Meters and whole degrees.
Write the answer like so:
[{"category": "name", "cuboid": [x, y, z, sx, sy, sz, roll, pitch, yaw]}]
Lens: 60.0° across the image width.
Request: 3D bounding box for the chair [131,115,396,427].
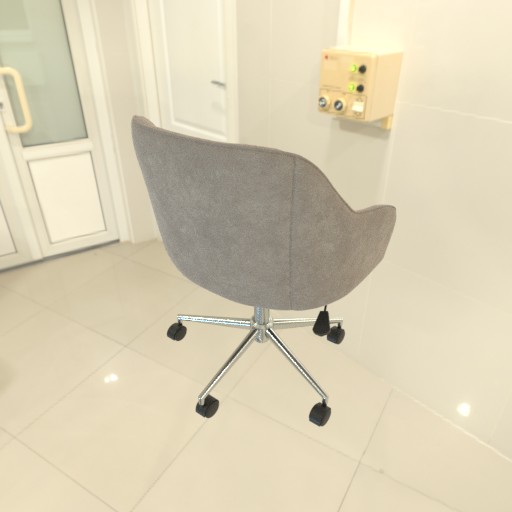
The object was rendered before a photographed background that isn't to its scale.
[{"category": "chair", "cuboid": [0.000, 0.000, 1.278, 0.635, 0.831, 0.573, 22, 38, 32]}]
